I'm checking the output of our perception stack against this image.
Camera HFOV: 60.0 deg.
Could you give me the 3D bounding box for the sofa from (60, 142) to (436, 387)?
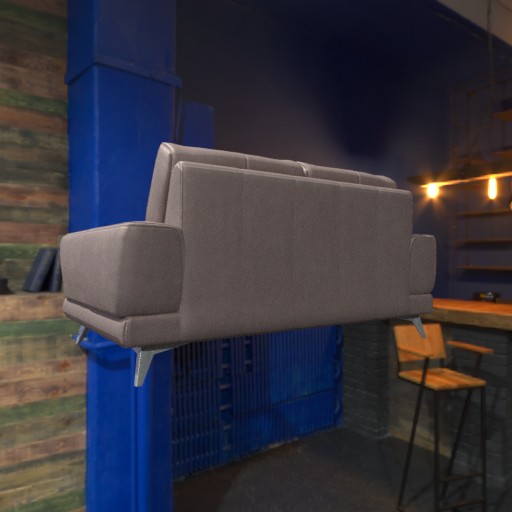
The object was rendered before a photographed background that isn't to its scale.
[{"bbox_3d":[0.000,0.000,2.374,1.806,0.907,1.018,0,0,-34],"label":"sofa"}]
